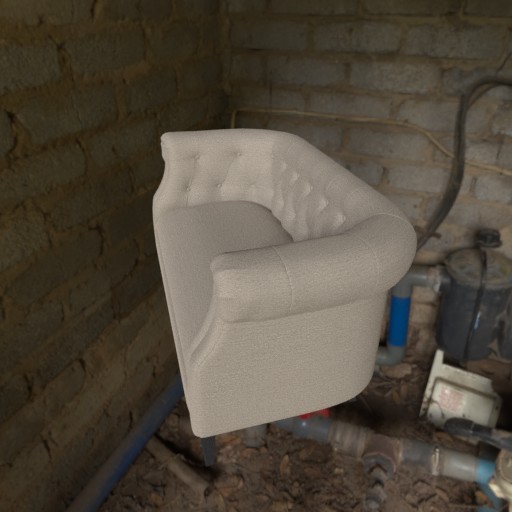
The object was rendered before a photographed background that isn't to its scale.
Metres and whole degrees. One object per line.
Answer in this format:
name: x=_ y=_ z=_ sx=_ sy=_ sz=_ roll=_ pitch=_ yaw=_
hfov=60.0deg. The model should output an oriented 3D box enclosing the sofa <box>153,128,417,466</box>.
sofa: x=0.000 y=0.000 z=2.013 sx=0.835 sy=0.827 sz=1.558 roll=-8 pitch=31 yaw=-14
